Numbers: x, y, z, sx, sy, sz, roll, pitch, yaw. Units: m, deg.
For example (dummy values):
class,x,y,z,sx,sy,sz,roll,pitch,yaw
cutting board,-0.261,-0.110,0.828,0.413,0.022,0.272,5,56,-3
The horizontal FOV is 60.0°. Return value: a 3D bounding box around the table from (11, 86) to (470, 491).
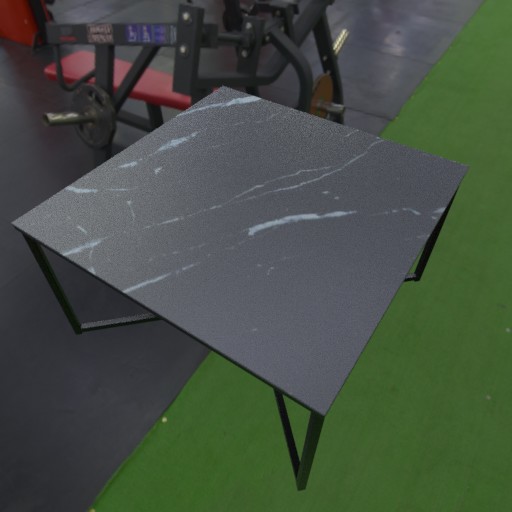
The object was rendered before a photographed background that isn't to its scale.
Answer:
class,x,y,z,sx,sy,sz,roll,pitch,yaw
table,0.000,0.000,1.241,0.800,0.450,0.800,26,52,22
